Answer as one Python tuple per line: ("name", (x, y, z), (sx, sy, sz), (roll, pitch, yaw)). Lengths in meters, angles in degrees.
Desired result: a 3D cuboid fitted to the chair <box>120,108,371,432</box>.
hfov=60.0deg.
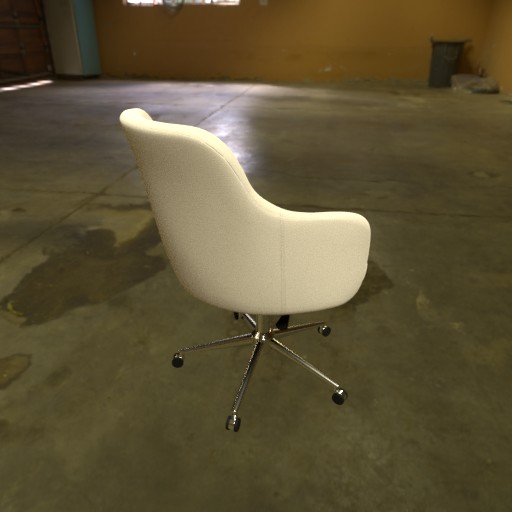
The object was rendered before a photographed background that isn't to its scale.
("chair", (0.000, 0.000, 1.264), (0.647, 0.819, 0.602), (-18, 32, -31))
